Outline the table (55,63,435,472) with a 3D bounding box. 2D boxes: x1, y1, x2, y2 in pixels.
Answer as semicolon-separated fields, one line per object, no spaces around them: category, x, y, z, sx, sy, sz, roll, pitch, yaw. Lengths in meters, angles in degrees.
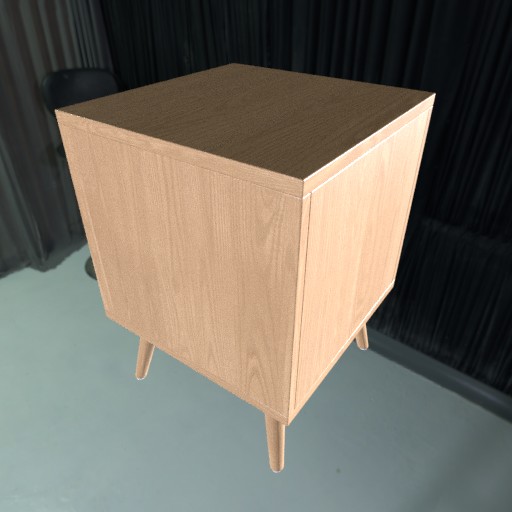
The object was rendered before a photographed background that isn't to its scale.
table;0.000;0.000;0.805;0.400;0.550;0.400;22;40;29
